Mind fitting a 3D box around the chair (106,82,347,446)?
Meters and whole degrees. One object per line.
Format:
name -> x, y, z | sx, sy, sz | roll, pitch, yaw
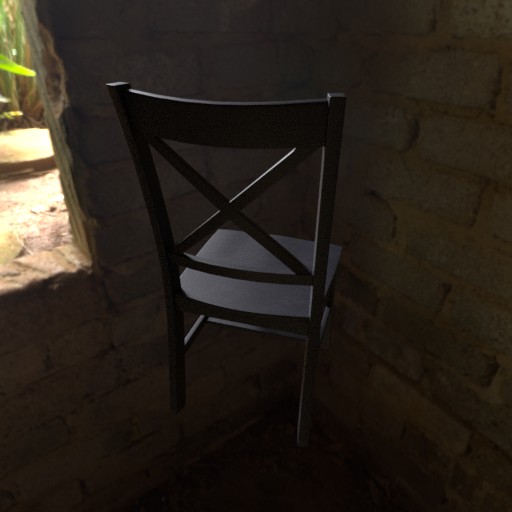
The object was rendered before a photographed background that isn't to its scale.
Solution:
chair -> 0.000, 0.000, 1.282 | 0.485, 0.983, 0.542 | 9, 30, 15
